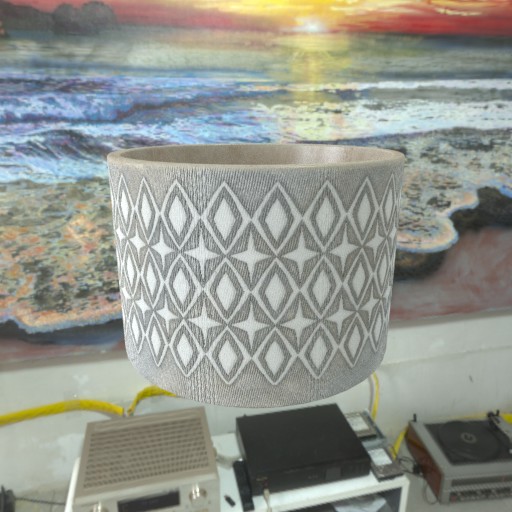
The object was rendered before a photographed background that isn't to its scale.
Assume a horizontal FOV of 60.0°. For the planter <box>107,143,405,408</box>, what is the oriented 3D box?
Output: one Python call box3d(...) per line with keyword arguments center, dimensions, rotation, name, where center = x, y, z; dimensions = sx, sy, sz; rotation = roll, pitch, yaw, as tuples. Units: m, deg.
box3d(center=(0.000, 0.000, 0.275), dimensions=(0.164, 0.127, 0.164), rotation=(0, 17, 0), name="planter")
